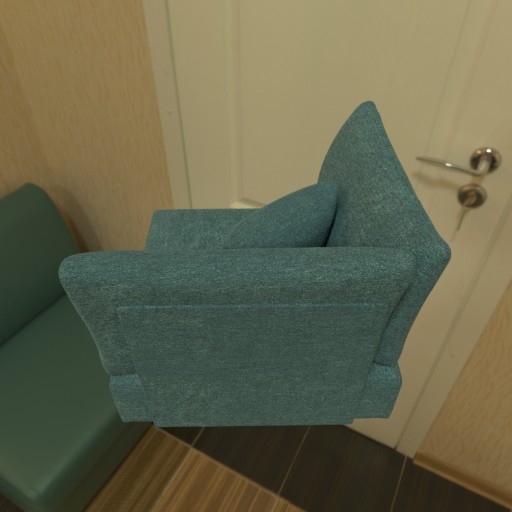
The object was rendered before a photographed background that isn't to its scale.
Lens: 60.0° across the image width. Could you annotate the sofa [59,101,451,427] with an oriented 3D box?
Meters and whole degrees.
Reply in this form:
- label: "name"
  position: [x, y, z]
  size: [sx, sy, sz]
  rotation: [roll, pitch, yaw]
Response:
- label: "sofa"
  position: [0.000, 0.000, 1.689]
  size: [1.000, 0.820, 1.000]
  rotation: [-1, 42, -1]
